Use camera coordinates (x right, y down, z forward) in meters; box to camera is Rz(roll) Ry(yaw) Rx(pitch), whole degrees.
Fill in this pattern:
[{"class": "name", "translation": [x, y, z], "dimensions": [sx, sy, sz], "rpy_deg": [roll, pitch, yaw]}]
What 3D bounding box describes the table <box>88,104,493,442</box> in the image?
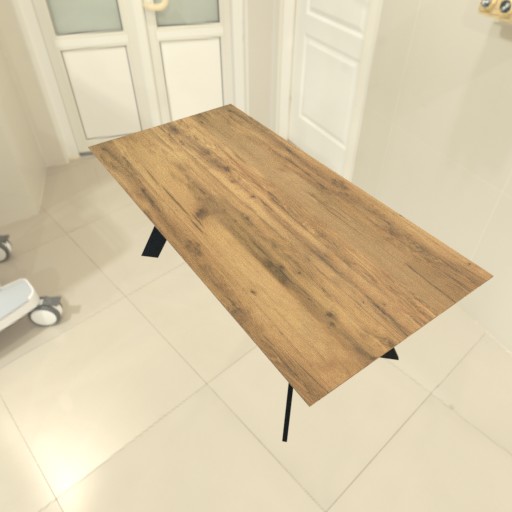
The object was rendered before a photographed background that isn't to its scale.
[{"class": "table", "translation": [0.000, 0.000, 2.486], "dimensions": [1.000, 0.770, 2.000], "rpy_deg": [-26, 49, -25]}]
